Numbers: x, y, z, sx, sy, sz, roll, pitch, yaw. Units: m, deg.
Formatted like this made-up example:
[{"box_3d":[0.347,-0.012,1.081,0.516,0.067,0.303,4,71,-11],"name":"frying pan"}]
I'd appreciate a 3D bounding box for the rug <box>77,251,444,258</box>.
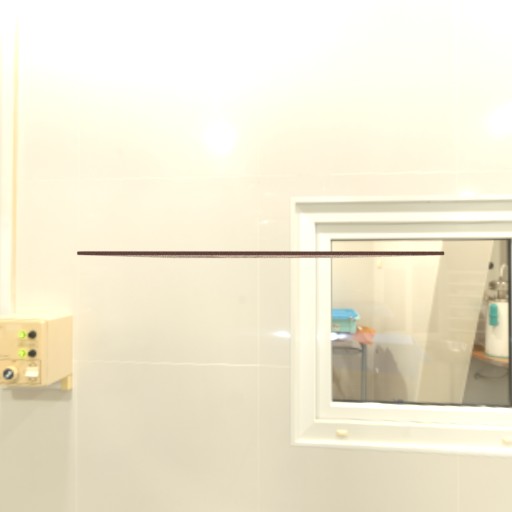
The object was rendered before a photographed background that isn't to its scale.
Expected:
[{"box_3d":[0.000,0.000,5.942,3.033,0.033,4.578,0,-1,-1],"name":"rug"}]
